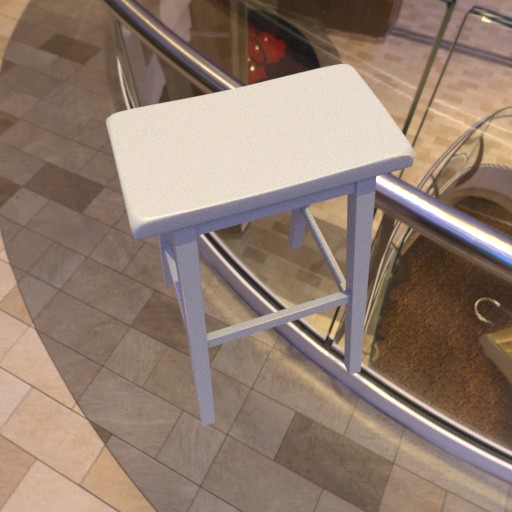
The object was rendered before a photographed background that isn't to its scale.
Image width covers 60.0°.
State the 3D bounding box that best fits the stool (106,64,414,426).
[{"bbox_3d":[0.000,0.000,1.014,0.457,0.737,0.476,-16,59,-10],"label":"stool"}]
